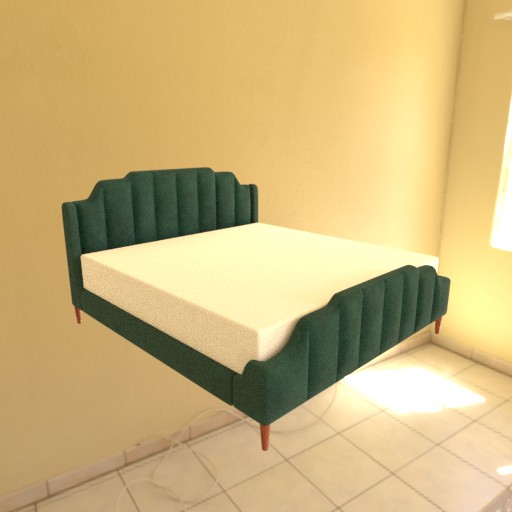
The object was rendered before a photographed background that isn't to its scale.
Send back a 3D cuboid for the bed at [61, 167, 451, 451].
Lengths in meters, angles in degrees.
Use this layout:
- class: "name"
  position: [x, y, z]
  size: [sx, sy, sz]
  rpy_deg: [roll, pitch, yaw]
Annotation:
- class: "bed"
  position: [0.000, 0.000, 3.515]
  size: [2.074, 1.245, 2.340]
  rpy_deg: [-14, 21, -42]
